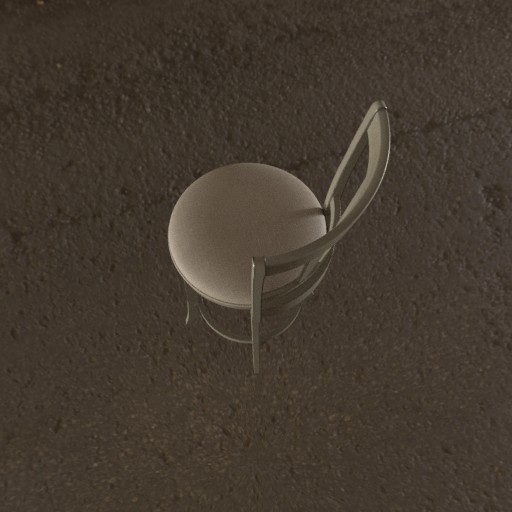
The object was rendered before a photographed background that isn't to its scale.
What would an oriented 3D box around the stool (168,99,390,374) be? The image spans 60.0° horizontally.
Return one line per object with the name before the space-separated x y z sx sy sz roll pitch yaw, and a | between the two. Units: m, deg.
stool | 0.000 0.000 1.283 0.475 1.042 0.436 33 69 14
